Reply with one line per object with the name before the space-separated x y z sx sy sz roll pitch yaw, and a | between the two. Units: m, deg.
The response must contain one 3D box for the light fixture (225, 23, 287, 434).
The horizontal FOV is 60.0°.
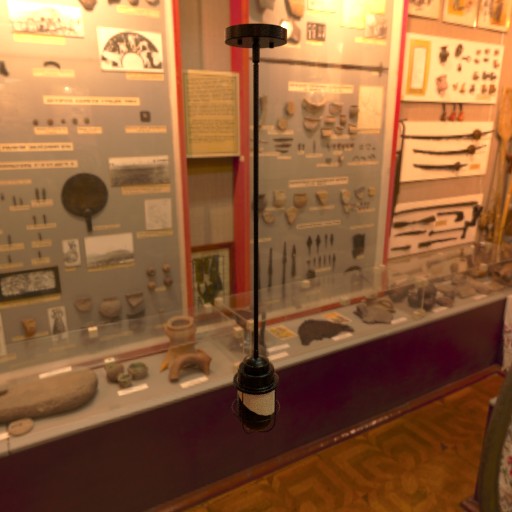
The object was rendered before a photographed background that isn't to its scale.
light fixture | 0.000 0.000 0.996 0.123 0.920 0.123 -9 18 -28
